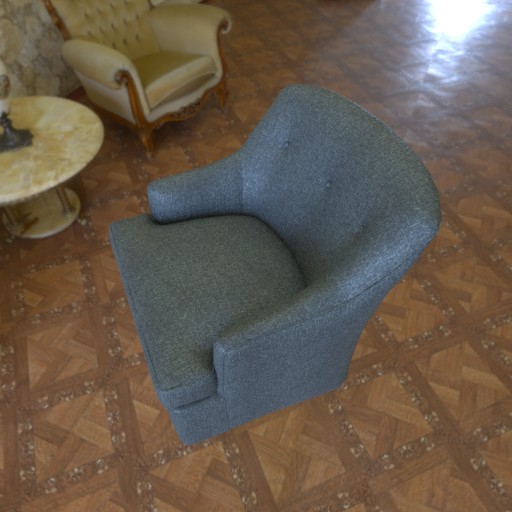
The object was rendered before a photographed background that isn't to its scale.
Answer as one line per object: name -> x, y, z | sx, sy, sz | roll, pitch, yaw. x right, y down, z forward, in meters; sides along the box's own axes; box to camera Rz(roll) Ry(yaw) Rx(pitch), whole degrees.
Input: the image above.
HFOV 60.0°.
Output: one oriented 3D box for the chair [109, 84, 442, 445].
chair -> 0.000, 0.000, 1.571 | 0.923, 0.856, 0.864 | -17, 49, -16
